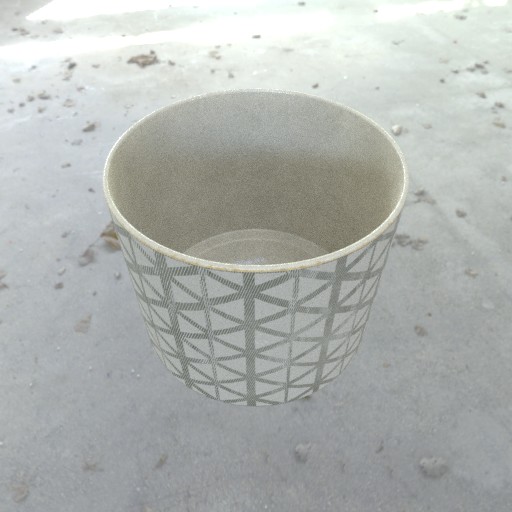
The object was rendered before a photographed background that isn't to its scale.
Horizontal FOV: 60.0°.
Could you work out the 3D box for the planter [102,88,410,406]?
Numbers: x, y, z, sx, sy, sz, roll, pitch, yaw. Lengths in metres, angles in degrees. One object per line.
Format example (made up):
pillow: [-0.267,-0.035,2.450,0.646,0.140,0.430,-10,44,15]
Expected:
planter: [0.000,0.000,0.456,0.250,0.239,0.250,0,47,0]
